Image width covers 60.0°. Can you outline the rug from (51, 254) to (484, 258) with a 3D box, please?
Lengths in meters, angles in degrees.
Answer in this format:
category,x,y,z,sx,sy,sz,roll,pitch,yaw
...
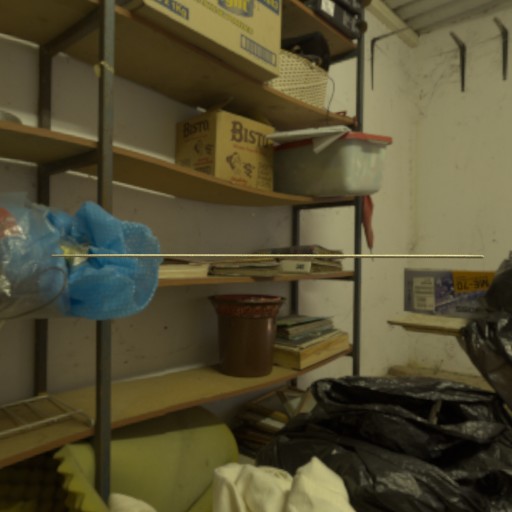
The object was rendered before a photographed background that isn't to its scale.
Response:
category,x,y,z,sx,sy,sz,roll,pitch,yaw
rug,0.000,0.000,2.752,2.450,0.014,0.793,0,0,19
